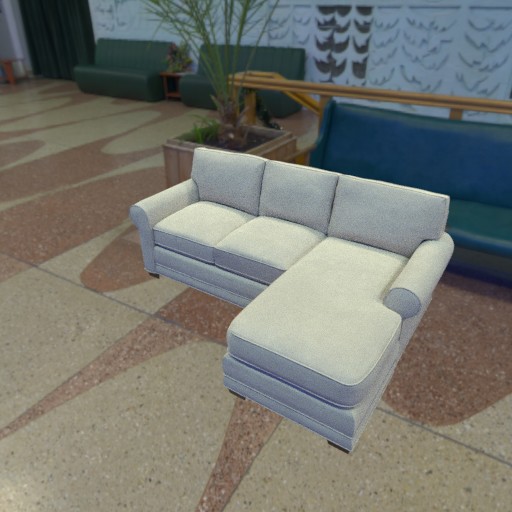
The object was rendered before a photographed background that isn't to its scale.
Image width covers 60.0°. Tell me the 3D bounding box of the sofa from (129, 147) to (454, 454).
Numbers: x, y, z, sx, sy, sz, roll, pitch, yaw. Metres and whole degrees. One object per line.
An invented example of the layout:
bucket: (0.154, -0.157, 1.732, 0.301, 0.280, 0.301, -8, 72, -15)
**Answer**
sofa: (0.000, 0.000, 2.371, 1.770, 0.734, 1.226, 18, 34, 29)
